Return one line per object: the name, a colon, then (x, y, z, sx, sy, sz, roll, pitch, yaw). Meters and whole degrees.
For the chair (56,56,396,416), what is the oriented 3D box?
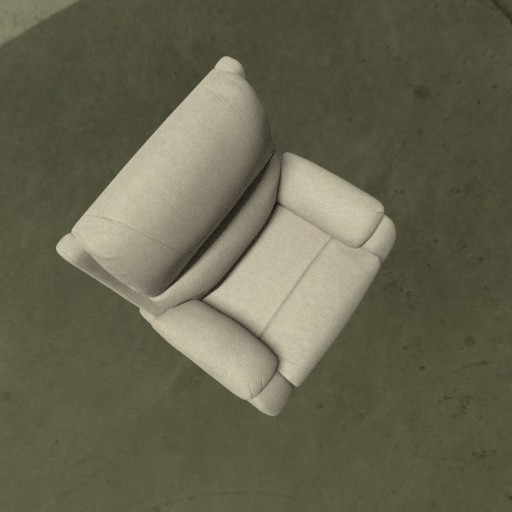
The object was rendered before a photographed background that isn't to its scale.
chair: (0.000, 0.000, 1.746, 0.899, 1.011, 0.930, 35, 78, 9)
